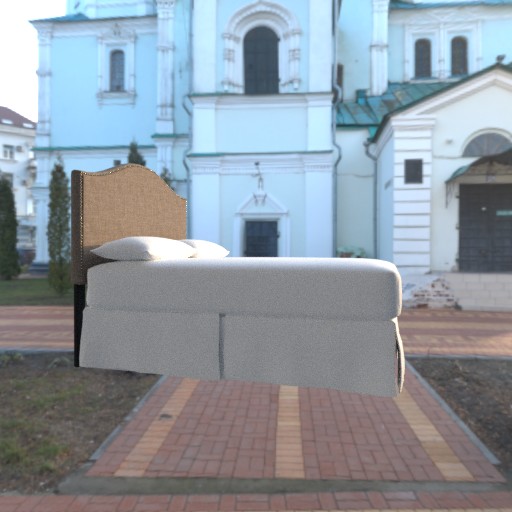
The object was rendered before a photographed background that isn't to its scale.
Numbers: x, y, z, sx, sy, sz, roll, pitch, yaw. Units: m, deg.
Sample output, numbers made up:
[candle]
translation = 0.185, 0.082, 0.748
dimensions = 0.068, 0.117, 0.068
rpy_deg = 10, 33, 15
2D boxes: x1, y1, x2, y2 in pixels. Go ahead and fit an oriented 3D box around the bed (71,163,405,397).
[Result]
[bed]
translation = 0.000, 0.000, 3.422
dimensions = 2.153, 1.518, 1.713
rpy_deg = 0, 0, 17
